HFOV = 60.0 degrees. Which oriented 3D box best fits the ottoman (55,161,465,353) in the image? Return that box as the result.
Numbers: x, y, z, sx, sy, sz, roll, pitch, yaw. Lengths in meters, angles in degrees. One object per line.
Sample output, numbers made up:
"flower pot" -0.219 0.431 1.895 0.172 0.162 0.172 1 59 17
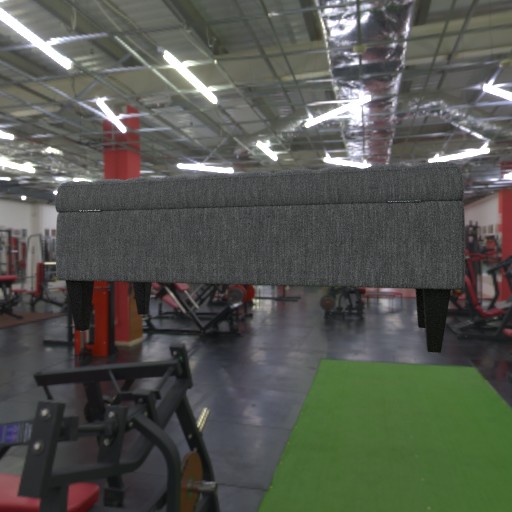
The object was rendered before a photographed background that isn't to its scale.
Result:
"ottoman" 0.000 0.000 1.407 1.151 0.469 0.482 0 1 17
